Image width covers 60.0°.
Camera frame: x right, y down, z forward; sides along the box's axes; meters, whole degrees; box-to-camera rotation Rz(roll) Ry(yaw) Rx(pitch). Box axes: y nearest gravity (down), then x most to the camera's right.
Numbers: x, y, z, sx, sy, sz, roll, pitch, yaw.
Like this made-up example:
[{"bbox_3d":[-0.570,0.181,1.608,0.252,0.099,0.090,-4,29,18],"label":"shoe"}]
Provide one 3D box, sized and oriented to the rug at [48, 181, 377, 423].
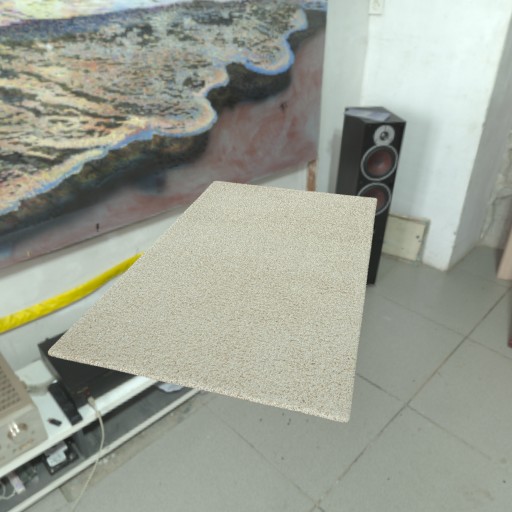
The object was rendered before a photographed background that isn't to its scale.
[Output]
[{"bbox_3d":[0.000,0.000,3.080,1.524,0.030,2.438,8,32,14],"label":"rug"}]
